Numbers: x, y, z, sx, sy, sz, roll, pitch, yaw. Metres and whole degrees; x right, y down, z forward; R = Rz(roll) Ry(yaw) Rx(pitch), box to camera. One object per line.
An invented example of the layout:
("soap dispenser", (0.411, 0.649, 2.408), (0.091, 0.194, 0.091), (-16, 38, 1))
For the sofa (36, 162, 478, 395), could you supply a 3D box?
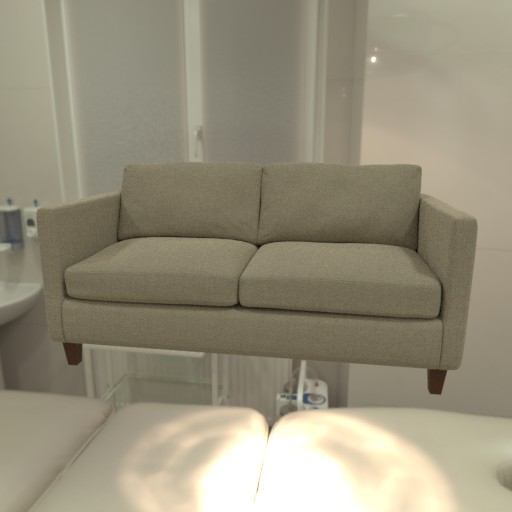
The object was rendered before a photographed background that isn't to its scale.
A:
("sofa", (0.000, 0.000, 2.314), (1.884, 0.947, 0.951), (2, 14, 9))
